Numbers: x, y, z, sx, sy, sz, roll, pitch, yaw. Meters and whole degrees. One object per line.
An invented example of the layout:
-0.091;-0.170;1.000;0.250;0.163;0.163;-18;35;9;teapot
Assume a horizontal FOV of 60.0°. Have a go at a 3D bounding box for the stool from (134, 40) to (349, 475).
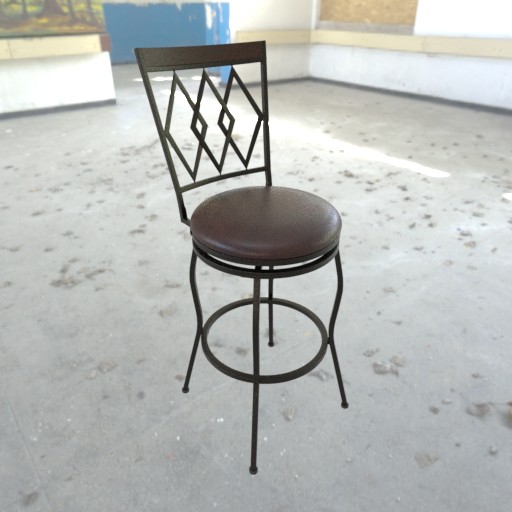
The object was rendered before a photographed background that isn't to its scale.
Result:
0.000;0.000;1.338;0.432;1.134;0.521;-21;36;-32;stool
